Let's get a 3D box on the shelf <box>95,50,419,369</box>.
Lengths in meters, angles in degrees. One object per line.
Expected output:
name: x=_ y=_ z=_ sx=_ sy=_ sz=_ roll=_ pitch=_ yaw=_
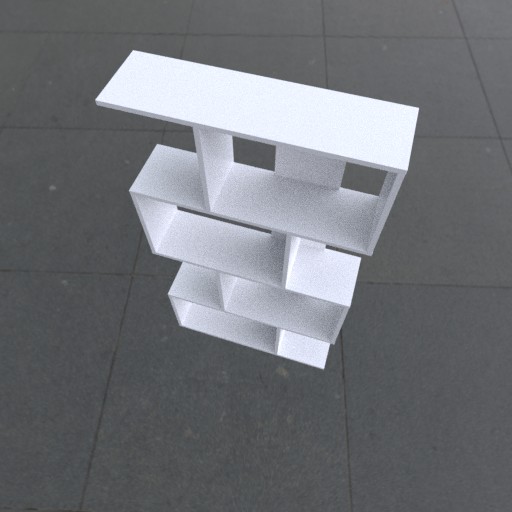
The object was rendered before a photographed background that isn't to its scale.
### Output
shelf: x=0.000 y=0.000 z=1.965 sx=0.890 sy=1.650 sz=0.250 roll=15 pitch=60 yaw=9
